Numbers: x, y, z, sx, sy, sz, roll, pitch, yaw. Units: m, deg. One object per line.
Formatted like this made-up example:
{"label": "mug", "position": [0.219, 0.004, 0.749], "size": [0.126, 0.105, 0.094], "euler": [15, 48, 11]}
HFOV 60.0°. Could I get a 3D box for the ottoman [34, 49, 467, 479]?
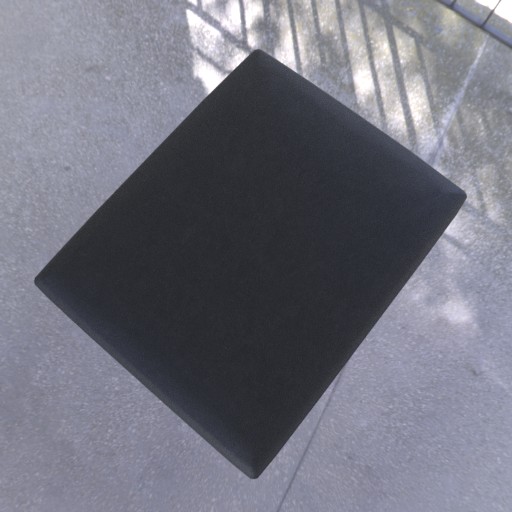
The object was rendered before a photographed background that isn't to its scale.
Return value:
{"label": "ottoman", "position": [0.000, 0.000, 1.739], "size": [0.967, 0.696, 1.187], "euler": [38, 79, 9]}
